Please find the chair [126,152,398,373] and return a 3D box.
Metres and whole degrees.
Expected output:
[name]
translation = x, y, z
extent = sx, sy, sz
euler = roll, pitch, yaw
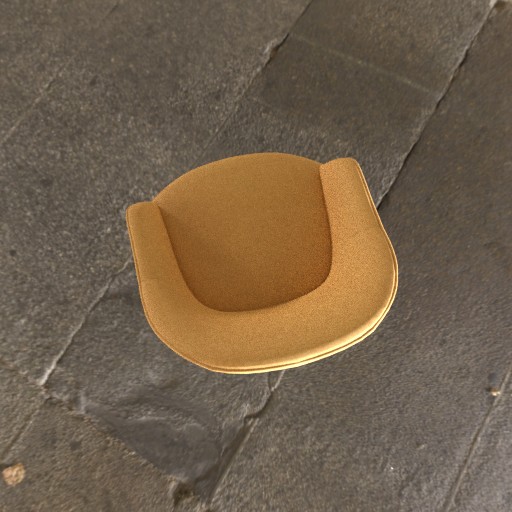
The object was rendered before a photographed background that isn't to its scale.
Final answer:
[chair]
translation = 0.000, 0.000, 1.244
extent = 0.596, 0.823, 0.635
euler = -13, 75, -4
